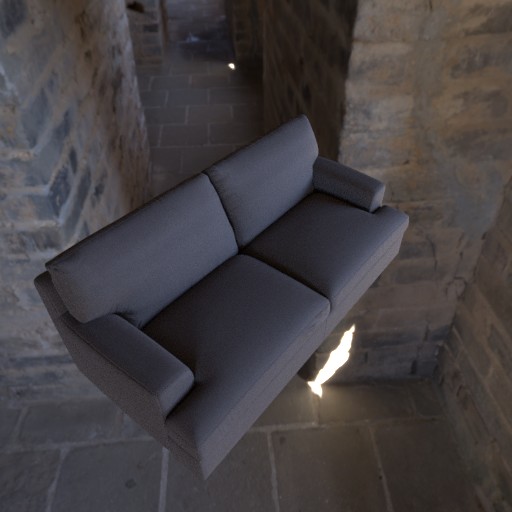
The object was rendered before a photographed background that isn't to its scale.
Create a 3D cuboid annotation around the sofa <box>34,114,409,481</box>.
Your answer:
[{"bbox_3d":[0.000,0.000,2.788,1.140,0.950,2.271,28,49,28],"label":"sofa"}]
